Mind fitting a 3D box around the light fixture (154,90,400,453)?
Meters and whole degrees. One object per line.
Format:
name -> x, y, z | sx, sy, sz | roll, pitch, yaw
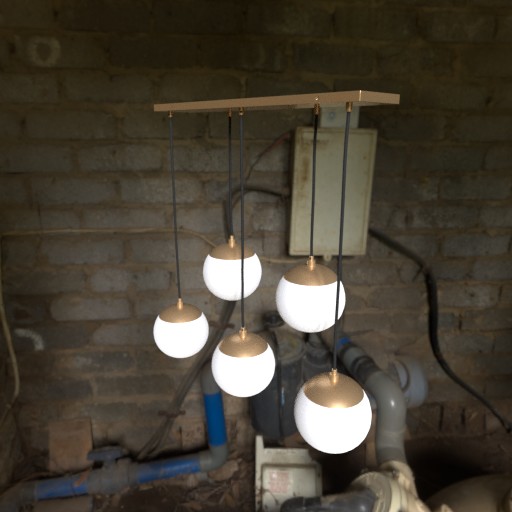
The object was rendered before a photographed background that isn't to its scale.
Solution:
light fixture -> 0.000, 0.000, 1.310 | 0.299, 0.869, 0.863 | -15, 22, -42
